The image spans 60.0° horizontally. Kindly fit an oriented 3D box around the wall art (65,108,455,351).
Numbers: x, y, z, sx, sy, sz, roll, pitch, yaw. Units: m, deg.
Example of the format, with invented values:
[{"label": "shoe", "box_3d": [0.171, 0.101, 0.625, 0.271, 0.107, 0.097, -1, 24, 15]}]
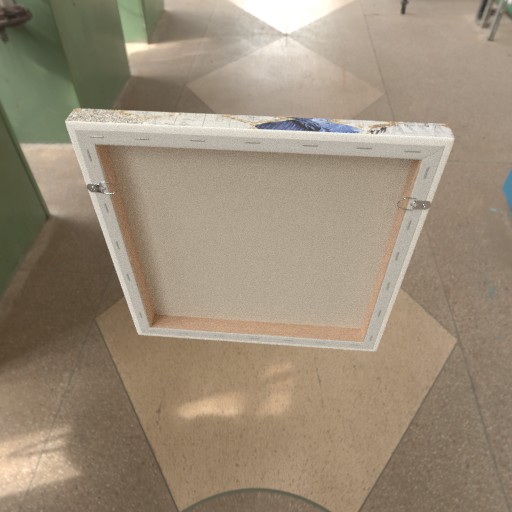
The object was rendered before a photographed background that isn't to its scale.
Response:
[{"label": "wall art", "box_3d": [0.000, 0.000, 0.765, 0.507, 0.508, 0.038, 3, 47, 3]}]
